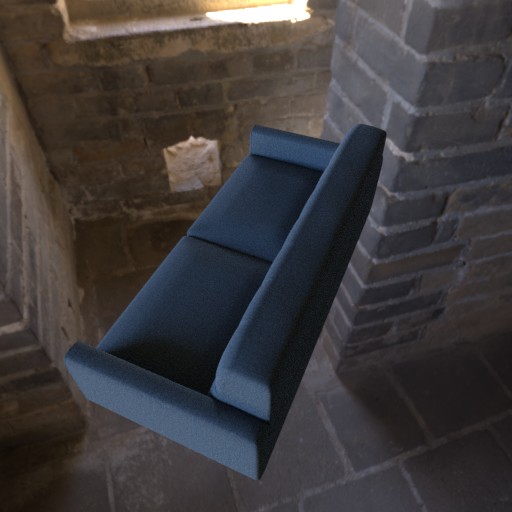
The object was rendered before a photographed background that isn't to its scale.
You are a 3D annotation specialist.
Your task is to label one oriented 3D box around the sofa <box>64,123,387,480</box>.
[{"bbox_3d":[0.000,0.000,2.517,0.942,0.884,2.055,18,50,16],"label":"sofa"}]
